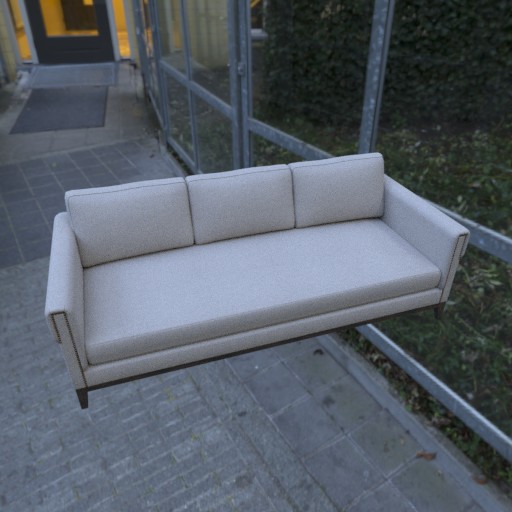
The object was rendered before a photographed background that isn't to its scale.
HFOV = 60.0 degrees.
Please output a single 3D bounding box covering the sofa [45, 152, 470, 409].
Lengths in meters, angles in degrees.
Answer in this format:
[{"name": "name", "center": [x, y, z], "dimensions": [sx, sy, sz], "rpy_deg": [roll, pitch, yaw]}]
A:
[{"name": "sofa", "center": [0.000, 0.000, 2.662], "dimensions": [2.210, 0.838, 0.959], "rpy_deg": [-10, 34, -15]}]
